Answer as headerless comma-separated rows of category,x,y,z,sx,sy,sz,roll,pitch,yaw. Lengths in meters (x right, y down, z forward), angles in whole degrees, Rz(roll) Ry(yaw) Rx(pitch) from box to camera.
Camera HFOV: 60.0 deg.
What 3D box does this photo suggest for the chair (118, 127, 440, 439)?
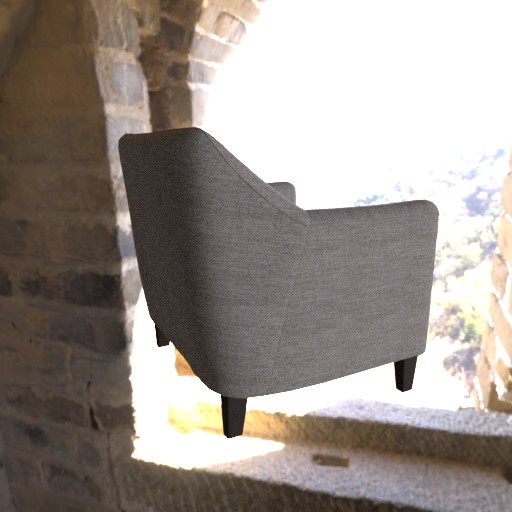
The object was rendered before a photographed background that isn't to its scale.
chair,0.000,0.000,1.414,0.758,0.761,0.796,-8,16,-28
